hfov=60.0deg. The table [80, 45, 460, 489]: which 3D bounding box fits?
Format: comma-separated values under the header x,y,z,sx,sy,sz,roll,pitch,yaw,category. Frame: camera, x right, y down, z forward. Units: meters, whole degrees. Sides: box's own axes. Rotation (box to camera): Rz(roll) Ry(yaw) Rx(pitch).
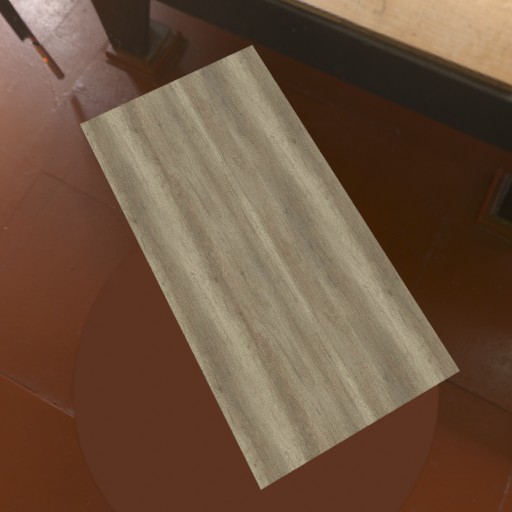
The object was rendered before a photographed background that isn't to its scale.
x,y,z,sx,sy,sz,roll,pitch,yaw,category
0.000,0.000,1.698,0.700,0.460,1.350,-28,77,-7,table
